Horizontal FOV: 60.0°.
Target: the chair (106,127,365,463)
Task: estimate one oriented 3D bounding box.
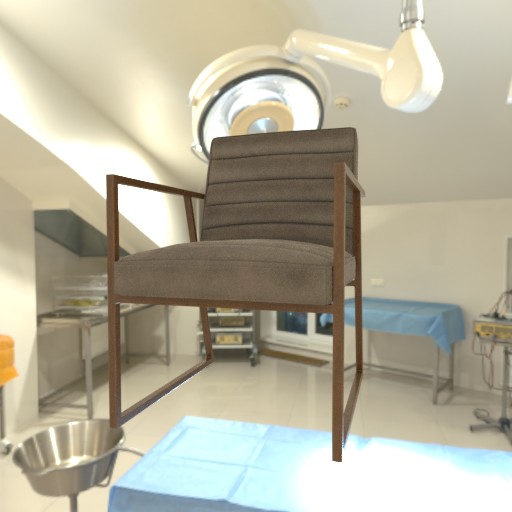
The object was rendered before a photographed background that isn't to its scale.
[{"bbox_3d":[0.000,0.000,1.296,0.578,0.843,0.682,1,3,18],"label":"chair"}]
